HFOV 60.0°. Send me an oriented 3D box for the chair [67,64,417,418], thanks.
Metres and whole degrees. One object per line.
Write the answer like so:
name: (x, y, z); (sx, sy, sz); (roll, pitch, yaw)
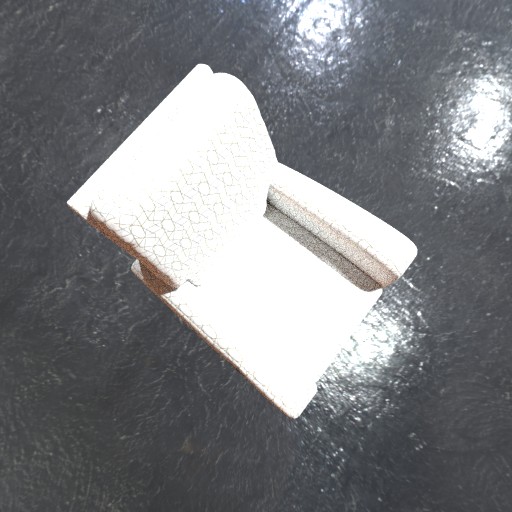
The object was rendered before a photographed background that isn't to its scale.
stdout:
chair: (0.000, 0.000, 1.757); (0.995, 1.064, 0.796); (38, 79, 8)
